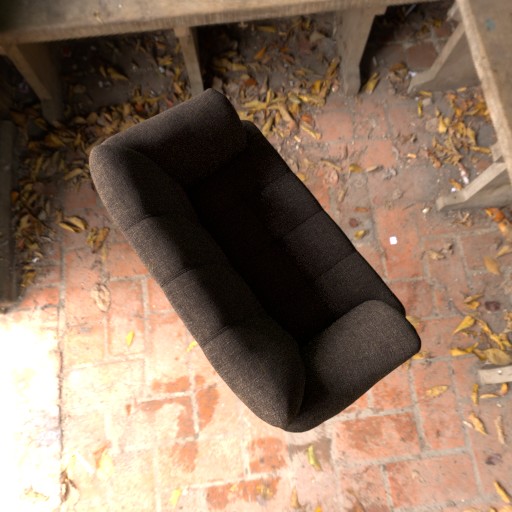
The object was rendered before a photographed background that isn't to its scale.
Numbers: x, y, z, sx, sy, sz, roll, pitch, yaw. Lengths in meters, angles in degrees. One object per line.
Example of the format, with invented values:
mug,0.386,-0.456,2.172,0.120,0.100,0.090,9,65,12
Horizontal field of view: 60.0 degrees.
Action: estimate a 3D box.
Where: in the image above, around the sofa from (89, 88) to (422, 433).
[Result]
sofa,0.000,0.000,1.957,0.799,0.895,1.404,-35,77,-9
